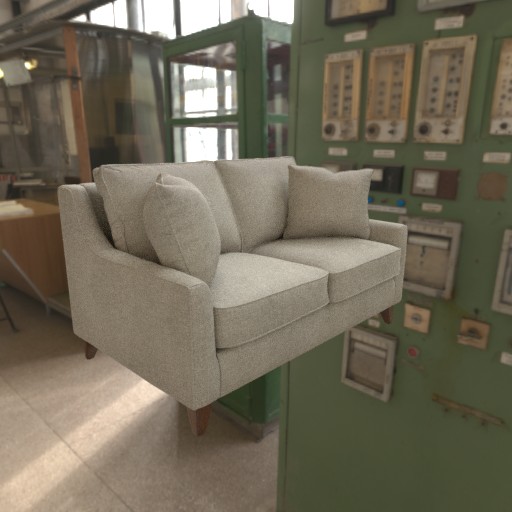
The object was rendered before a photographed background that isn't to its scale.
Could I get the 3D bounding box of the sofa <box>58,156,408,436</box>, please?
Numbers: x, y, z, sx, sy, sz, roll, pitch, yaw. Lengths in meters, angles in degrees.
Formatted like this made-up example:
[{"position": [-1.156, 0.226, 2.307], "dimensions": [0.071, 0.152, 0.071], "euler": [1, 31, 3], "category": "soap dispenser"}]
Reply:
[{"position": [0.000, 0.000, 2.073], "dimensions": [0.915, 0.863, 1.422], "euler": [14, 20, 43], "category": "sofa"}]
